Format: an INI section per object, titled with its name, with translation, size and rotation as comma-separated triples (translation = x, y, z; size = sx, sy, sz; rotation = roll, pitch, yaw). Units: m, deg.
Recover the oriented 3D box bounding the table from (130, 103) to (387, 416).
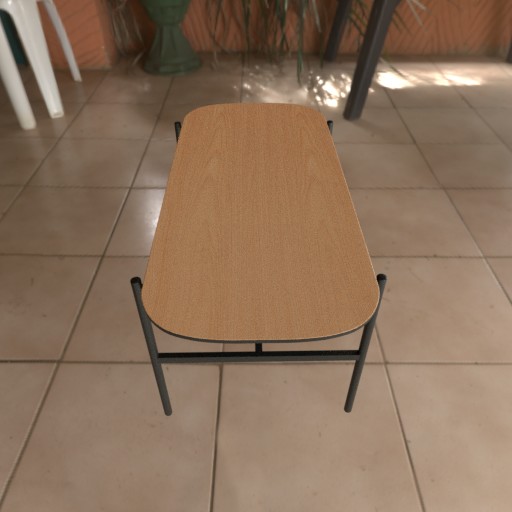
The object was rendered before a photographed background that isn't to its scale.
[table]
translation = 0.000, 0.000, 1.029
size = 0.400, 0.400, 0.800
rotation = -1, 41, -1
